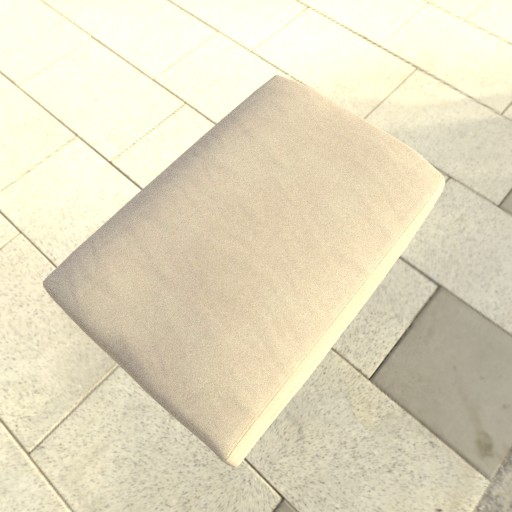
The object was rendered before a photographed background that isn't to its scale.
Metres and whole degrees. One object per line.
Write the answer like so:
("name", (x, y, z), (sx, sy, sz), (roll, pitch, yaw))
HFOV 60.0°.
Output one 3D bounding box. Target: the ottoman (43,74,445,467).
("ottoman", (0.000, 0.000, 1.188), (0.590, 0.444, 0.872), (37, 70, 16))
